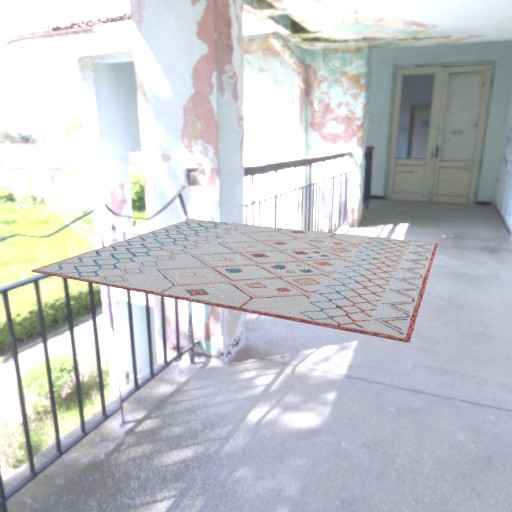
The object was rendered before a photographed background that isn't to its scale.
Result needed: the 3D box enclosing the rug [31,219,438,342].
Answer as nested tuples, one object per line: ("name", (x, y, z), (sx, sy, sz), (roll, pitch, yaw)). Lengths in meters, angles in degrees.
("rug", (0.000, 0.000, 4.172), (3.050, 0.016, 2.441), (7, 18, 24))
